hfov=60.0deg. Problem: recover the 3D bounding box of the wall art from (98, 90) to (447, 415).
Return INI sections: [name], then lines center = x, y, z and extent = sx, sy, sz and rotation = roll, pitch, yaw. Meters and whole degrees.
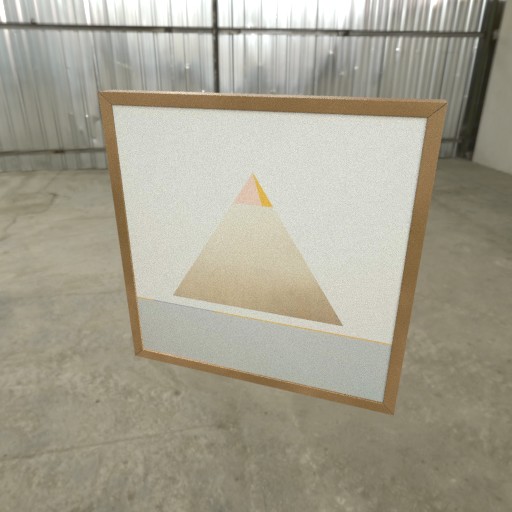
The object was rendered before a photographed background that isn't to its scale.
[wall art]
center = 0.000, 0.000, 0.746
extent = 0.513, 0.511, 0.038
rotation = 8, 26, 17
